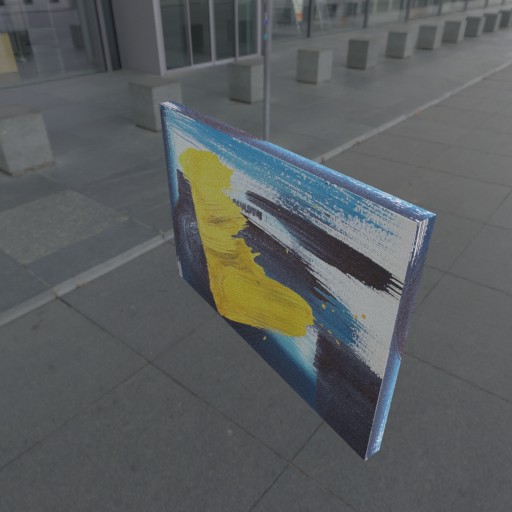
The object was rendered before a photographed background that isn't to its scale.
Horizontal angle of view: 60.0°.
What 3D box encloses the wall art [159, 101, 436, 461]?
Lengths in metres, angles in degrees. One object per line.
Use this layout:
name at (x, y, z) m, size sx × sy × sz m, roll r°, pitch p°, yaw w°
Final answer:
wall art at (0.000, 0.000, 0.776) m, size 0.033 × 0.406 × 0.609 m, roll -21°, pitch 38°, yaw -29°
